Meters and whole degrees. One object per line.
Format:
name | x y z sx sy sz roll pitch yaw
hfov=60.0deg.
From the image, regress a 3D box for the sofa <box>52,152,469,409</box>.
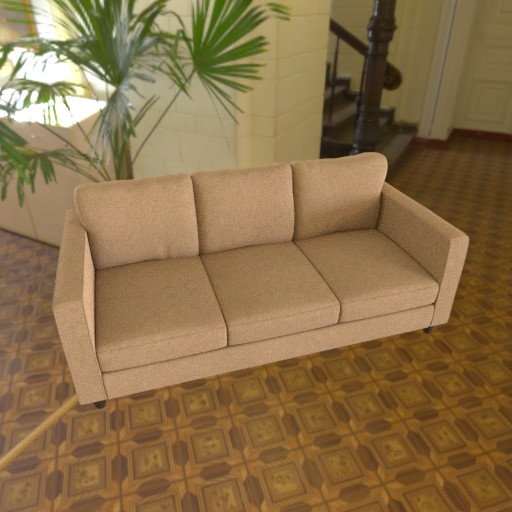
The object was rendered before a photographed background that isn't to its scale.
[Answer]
sofa | 0.000 0.000 2.324 1.855 0.800 0.930 -9 32 -15
